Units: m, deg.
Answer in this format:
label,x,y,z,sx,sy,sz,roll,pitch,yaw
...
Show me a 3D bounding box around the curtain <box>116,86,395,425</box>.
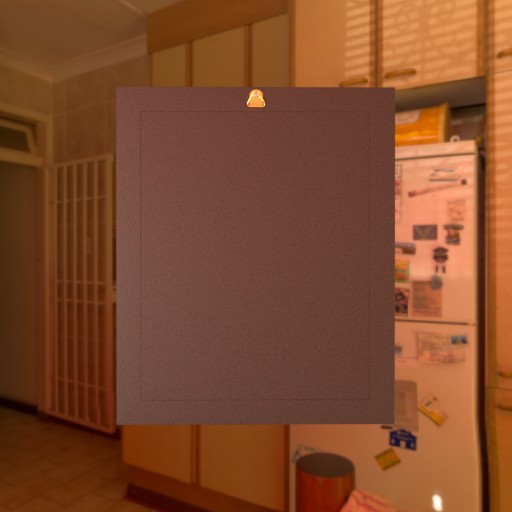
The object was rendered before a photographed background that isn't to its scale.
label,x,y,z,sx,sy,sz,roll,pitch,yaw
curtain,0.000,0.000,0.773,0.483,0.585,0.027,0,0,0
